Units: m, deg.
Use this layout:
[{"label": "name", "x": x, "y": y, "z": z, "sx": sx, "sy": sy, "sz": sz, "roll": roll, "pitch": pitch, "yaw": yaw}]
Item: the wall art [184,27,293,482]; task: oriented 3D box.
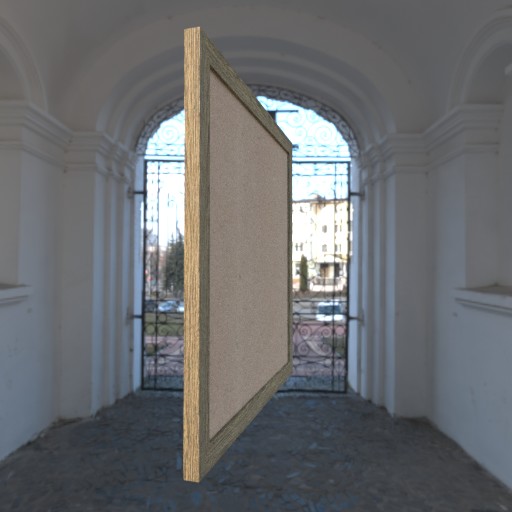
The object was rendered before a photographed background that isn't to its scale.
[{"label": "wall art", "x": 0.000, "y": 0.000, "z": 0.740, "sx": 0.019, "sy": 0.508, "sz": 0.508, "roll": 0, "pitch": -1, "yaw": 16}]
